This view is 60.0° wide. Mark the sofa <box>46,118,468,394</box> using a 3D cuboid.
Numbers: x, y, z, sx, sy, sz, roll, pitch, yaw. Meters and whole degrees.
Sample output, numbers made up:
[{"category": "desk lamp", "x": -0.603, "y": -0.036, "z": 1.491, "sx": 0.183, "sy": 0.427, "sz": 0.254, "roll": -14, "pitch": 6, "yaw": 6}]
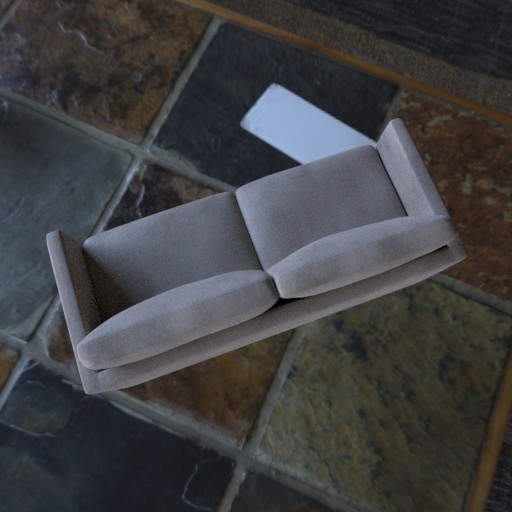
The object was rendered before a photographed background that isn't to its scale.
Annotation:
[{"category": "sofa", "x": 0.000, "y": 0.000, "z": 2.723, "sx": 2.208, "sy": 0.965, "sz": 0.951, "roll": -19, "pitch": 77, "yaw": -5}]
